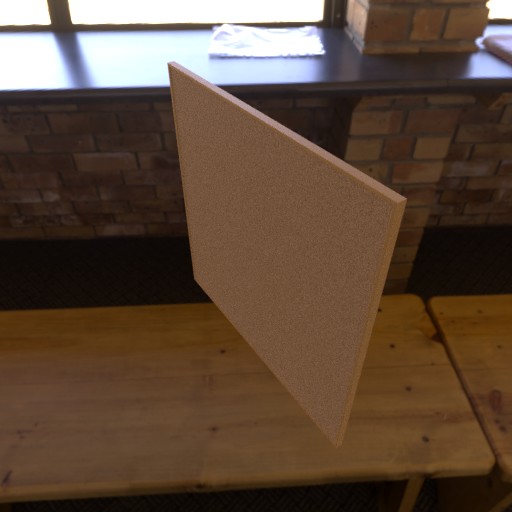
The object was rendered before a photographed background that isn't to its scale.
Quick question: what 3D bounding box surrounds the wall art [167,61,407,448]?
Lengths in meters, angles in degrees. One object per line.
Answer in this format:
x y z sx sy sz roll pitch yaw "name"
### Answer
0.000 0.000 0.681 0.013 0.455 0.457 -24 47 -25 "wall art"
